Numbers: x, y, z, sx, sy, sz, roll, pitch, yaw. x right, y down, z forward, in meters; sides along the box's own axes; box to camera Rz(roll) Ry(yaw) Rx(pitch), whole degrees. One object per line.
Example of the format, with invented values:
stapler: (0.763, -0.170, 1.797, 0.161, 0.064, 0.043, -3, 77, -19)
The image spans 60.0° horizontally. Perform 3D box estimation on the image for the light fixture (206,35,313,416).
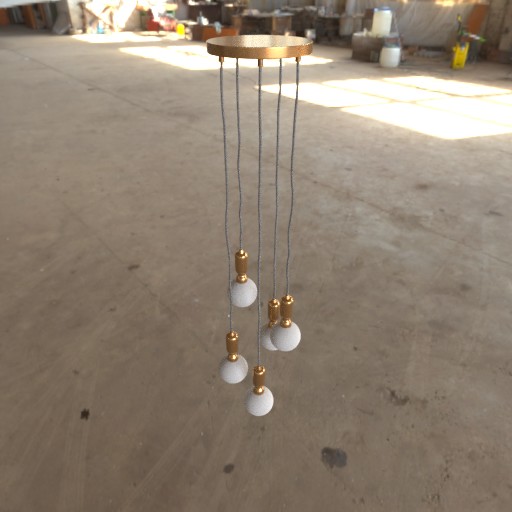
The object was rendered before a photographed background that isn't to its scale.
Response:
light fixture: (0.000, 0.000, 0.520, 0.105, 0.457, 0.108, -10, 33, -16)
